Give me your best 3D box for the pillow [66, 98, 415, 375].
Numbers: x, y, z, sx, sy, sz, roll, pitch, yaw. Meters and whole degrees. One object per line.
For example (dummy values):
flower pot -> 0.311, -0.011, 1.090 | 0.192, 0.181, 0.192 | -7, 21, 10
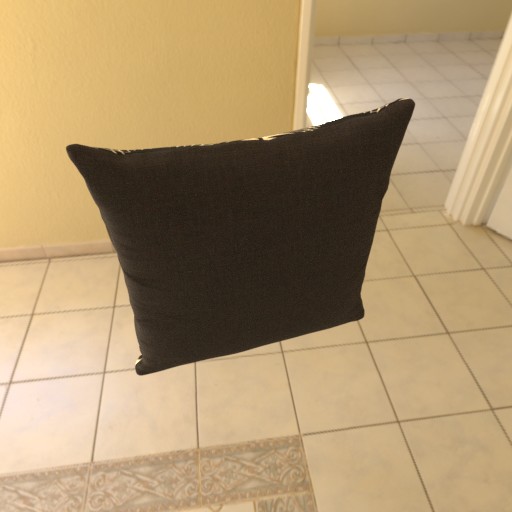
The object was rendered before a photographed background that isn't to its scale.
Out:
pillow -> 0.000, 0.000, 0.667 | 0.432, 0.432, 0.139 | -12, 44, -13
